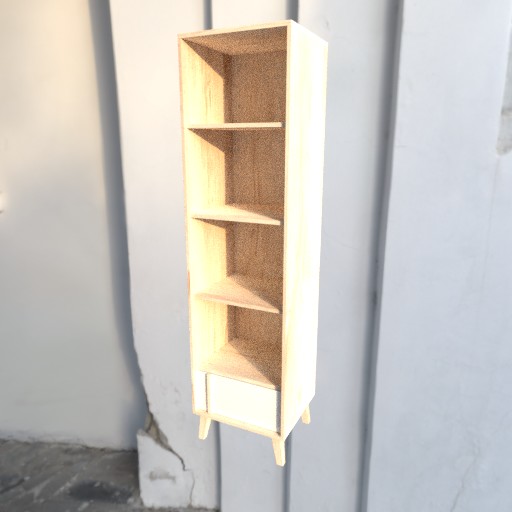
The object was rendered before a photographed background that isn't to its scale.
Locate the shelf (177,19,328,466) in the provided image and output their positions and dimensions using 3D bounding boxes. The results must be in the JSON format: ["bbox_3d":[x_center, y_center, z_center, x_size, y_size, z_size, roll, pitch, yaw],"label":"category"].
[{"bbox_3d":[0.000,0.000,2.180,0.510,1.960,0.450,7,16,25],"label":"shelf"}]
